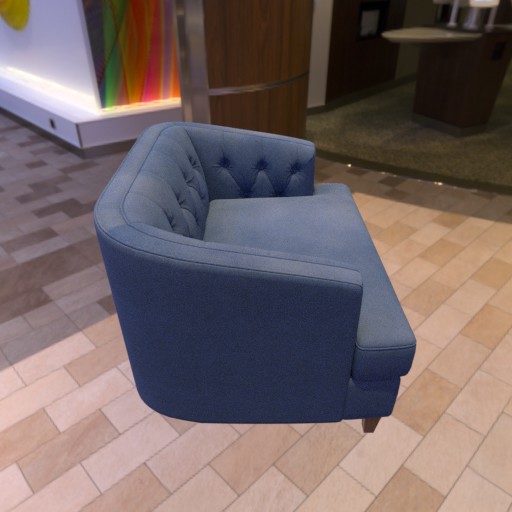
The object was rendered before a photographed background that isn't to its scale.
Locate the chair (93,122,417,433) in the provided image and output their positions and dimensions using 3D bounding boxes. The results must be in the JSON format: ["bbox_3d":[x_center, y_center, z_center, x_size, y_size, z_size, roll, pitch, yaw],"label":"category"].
[{"bbox_3d":[0.000,0.000,1.719,0.914,0.787,1.118,0,33,0],"label":"chair"}]
